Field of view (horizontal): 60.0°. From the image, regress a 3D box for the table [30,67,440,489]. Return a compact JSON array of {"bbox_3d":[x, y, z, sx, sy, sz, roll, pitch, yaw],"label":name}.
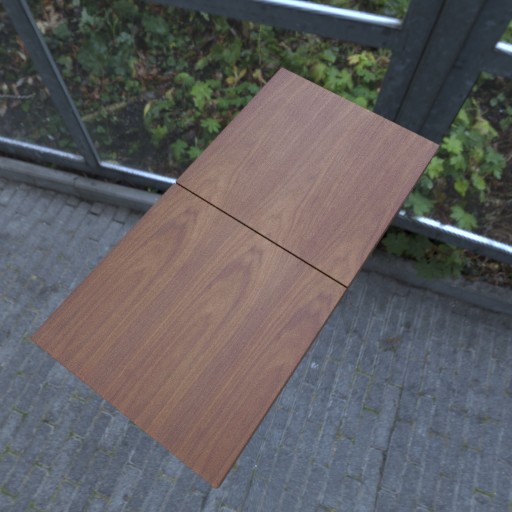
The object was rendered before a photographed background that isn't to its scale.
[{"bbox_3d":[0.000,0.000,1.440,0.610,0.330,1.194,32,69,14],"label":"table"}]
